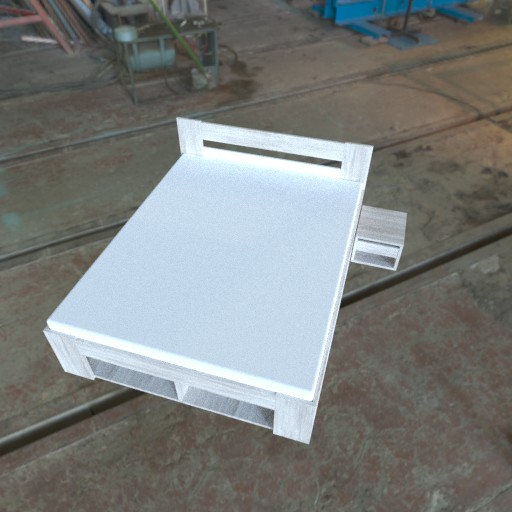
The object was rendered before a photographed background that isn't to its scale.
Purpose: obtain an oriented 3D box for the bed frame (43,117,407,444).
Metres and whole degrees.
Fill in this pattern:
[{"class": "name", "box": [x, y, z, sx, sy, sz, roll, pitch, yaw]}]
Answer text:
[{"class": "bed frame", "box": [0.000, 0.000, 3.165, 2.040, 0.860, 2.050, 12, 45, 12]}]
